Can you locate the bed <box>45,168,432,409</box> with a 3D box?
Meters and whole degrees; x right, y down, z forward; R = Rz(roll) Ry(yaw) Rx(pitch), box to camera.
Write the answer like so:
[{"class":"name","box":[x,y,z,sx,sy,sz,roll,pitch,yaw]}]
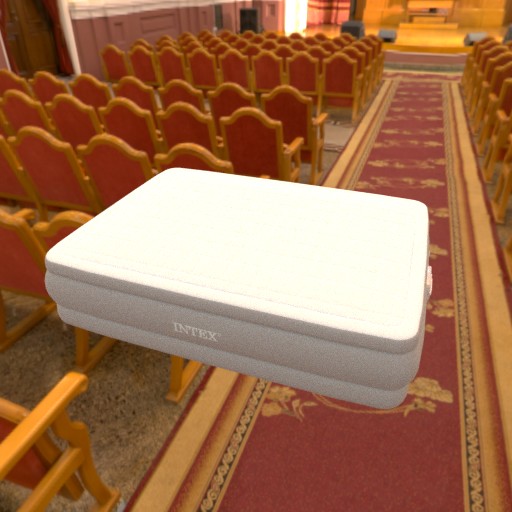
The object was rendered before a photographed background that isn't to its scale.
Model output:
[{"class":"bed","box":[0.000,0.000,2.723,2.036,0.460,1.520,11,34,17]}]
